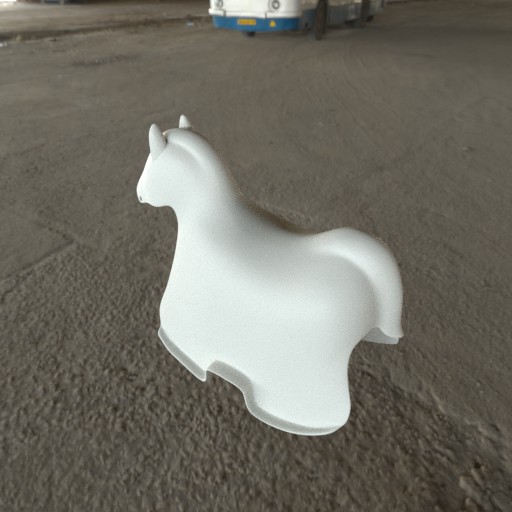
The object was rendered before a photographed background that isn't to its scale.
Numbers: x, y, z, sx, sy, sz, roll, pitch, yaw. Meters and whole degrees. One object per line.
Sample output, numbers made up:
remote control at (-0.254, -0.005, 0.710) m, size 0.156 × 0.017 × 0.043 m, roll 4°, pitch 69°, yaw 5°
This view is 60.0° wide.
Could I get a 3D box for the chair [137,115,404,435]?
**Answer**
chair at (0.000, 0.000, 1.140) m, size 0.800 × 0.612 × 0.429 m, roll 21°, pitch 38°, yaw 30°
